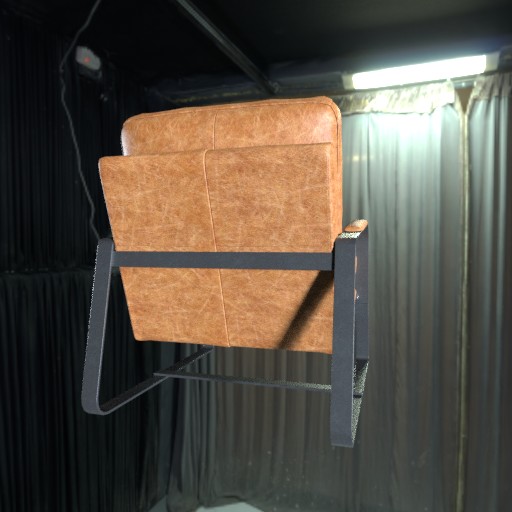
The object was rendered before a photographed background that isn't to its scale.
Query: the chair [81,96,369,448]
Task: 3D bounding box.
[{"bbox_3d":[0.000,0.000,1.359,0.651,0.777,0.801,1,2,17],"label":"chair"}]
